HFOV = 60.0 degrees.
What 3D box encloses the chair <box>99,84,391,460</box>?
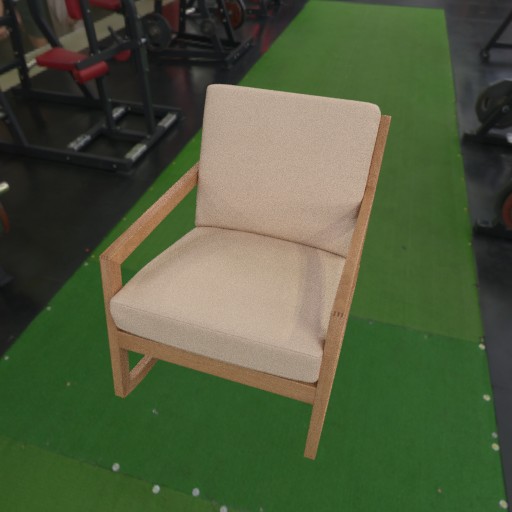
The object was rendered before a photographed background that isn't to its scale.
[{"bbox_3d":[0.000,0.000,1.389,0.622,0.790,0.857,12,43,14],"label":"chair"}]
